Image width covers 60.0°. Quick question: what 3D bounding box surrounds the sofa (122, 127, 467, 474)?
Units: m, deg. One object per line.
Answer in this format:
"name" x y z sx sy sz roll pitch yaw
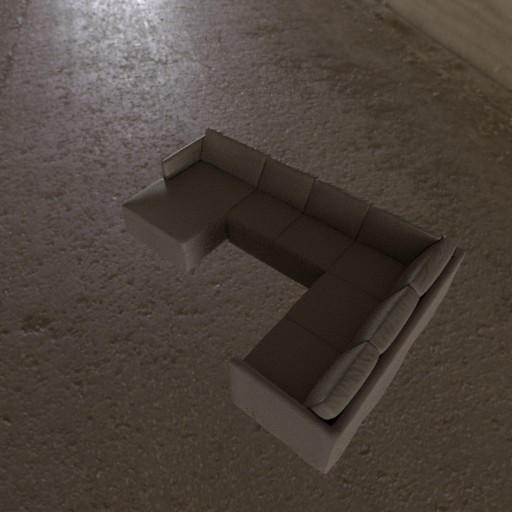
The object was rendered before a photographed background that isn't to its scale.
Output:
"sofa" 0.000 0.000 4.682 3.528 0.878 2.476 31 54 25
